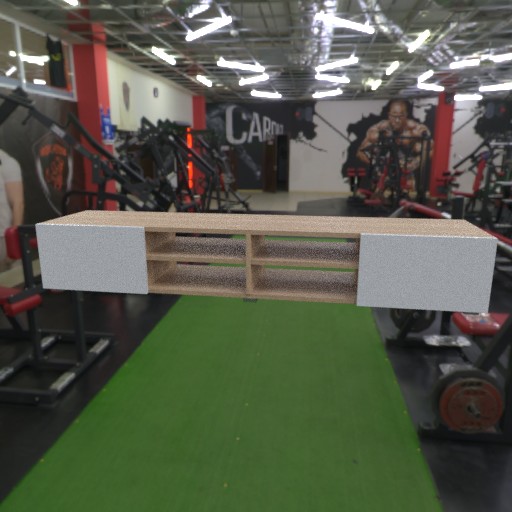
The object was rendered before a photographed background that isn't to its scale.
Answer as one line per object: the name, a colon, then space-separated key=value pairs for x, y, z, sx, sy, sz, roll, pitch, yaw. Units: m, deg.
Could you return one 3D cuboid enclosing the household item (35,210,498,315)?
household item: x=0.000 y=0.000 z=1.995 sx=1.850 sy=0.310 sz=0.420 roll=2 pitch=14 yaw=9
